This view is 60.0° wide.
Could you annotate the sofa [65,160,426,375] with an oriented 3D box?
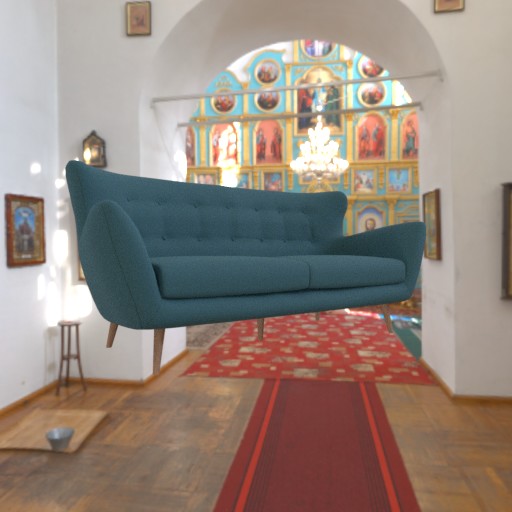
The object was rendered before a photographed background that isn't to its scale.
[{"bbox_3d":[0.000,0.000,2.390,1.930,0.890,0.889,0,1,-37],"label":"sofa"}]
